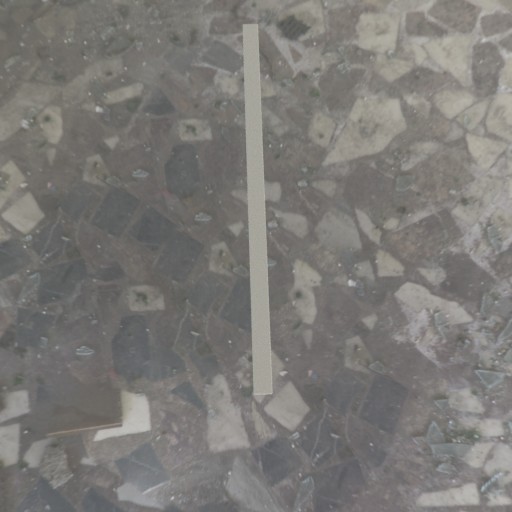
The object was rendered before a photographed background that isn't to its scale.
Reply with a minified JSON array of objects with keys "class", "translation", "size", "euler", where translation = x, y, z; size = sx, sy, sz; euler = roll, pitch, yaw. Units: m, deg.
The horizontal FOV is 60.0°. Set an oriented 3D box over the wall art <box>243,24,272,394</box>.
[{"class":"wall art","translation":[0.000,0.000,0.553],"size":[0.013,0.433,0.303],"euler":[-2,76,0]}]
